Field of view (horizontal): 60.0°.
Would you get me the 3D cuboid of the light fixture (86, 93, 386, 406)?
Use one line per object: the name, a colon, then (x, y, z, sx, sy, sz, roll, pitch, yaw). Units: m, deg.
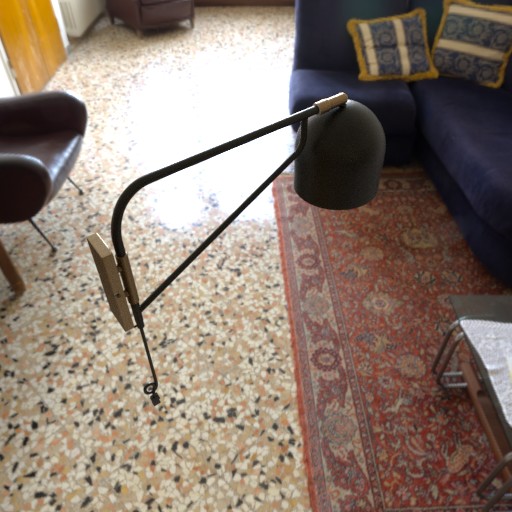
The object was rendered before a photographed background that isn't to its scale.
light fixture: (0.000, 0.000, 1.092, 0.720, 0.696, 0.215, -27, 49, -26)
